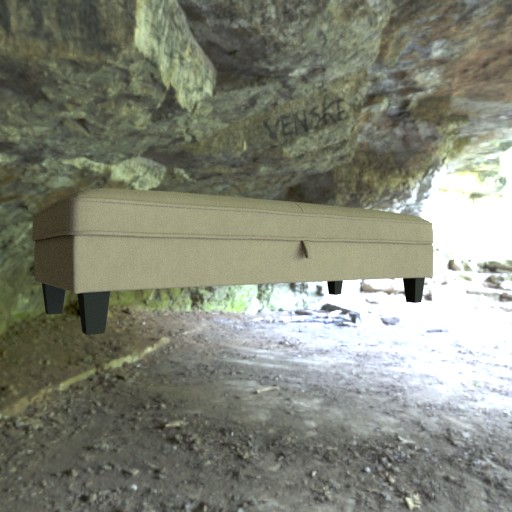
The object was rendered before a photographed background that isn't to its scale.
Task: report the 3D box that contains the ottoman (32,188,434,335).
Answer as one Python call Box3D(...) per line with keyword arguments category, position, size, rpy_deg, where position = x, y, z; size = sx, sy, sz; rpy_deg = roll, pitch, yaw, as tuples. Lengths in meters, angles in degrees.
Box3D(category="ottoman", position=(0.000, 0.000, 1.980), size=(1.726, 0.460, 0.735), rpy_deg=(0, 0, -35))
